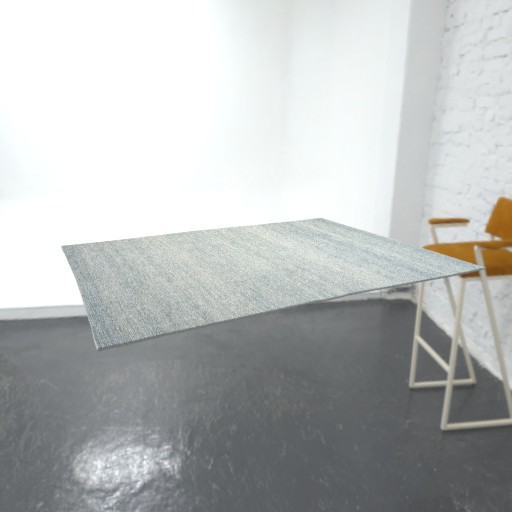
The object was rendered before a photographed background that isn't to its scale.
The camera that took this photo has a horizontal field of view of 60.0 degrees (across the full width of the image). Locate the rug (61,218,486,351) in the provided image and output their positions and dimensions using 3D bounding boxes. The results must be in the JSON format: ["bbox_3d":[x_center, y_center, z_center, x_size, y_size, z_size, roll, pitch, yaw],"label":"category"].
[{"bbox_3d":[0.000,0.000,4.182,3.237,0.046,2.461,-8,18,-26],"label":"rug"}]
